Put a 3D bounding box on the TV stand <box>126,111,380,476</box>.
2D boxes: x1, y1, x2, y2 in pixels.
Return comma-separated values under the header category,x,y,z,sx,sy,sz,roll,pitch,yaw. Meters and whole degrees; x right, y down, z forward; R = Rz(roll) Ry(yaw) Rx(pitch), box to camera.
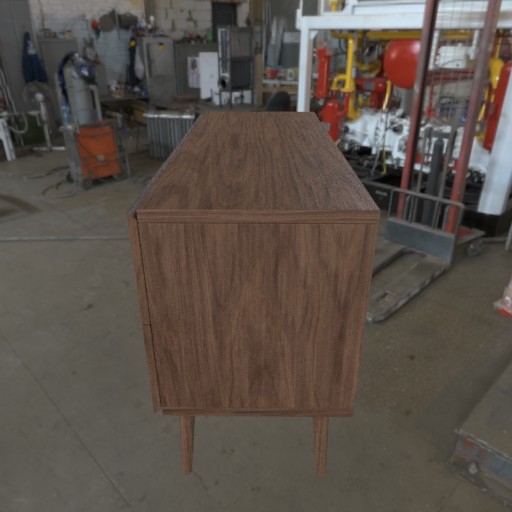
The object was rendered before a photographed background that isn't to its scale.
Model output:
category,x,y,z,sx,sy,sz,roll,pitch,yaw
TV stand,0.000,0.000,1.293,0.405,0.660,0.990,0,27,1
